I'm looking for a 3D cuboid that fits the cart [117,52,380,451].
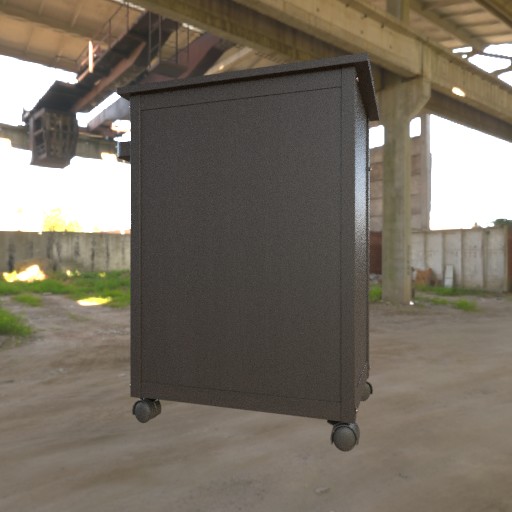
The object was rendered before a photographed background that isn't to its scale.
[{"bbox_3d":[0.000,0.000,1.276,0.660,0.879,0.456,0,0,19],"label":"cart"}]
